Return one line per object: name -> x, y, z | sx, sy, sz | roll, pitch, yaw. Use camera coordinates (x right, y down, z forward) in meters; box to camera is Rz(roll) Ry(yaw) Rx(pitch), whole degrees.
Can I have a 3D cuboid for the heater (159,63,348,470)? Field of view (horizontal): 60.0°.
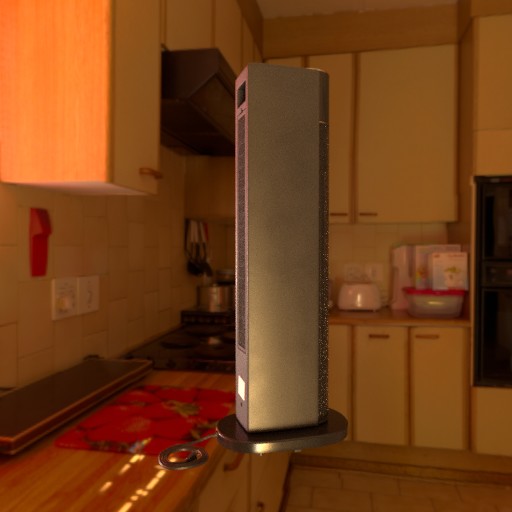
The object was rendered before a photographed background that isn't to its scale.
heater -> 0.000, 0.000, 1.025 | 0.458, 0.856, 0.214 | 0, 1, -18
